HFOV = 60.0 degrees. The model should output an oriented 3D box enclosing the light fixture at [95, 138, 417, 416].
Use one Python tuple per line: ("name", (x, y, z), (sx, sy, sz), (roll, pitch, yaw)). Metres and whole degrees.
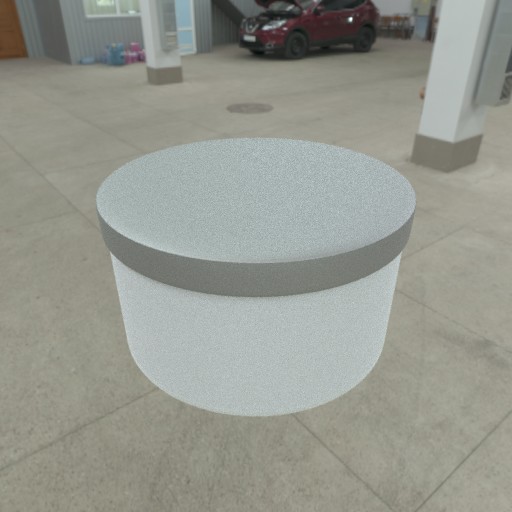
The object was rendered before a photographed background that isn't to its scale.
("light fixture", (0.000, 0.000, 0.625), (0.393, 0.229, 0.393), (0, 31, 0))
